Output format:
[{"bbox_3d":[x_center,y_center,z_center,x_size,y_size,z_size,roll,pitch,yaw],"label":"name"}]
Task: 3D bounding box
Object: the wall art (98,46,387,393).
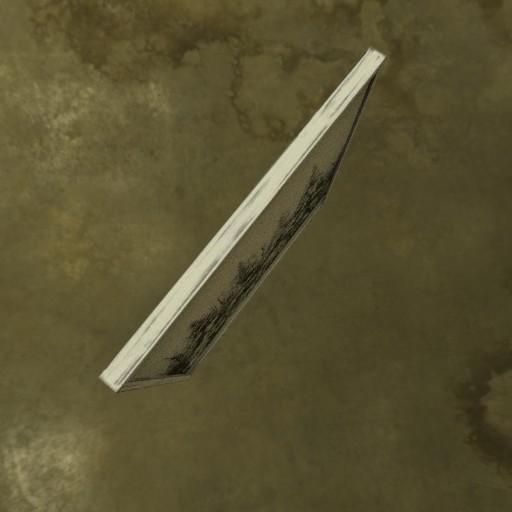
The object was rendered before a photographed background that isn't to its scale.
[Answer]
[{"bbox_3d":[0.000,0.000,1.129,0.037,0.761,0.761,37,79,9],"label":"wall art"}]
